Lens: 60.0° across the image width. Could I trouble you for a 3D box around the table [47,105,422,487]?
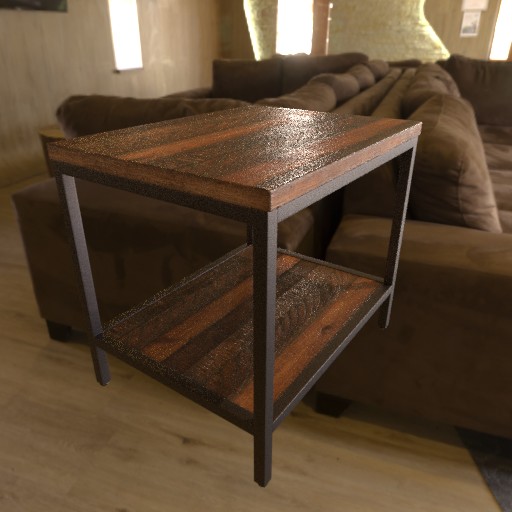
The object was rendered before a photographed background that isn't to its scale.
[{"bbox_3d":[0.000,0.000,1.111,0.524,0.612,0.678,17,31,31],"label":"table"}]
